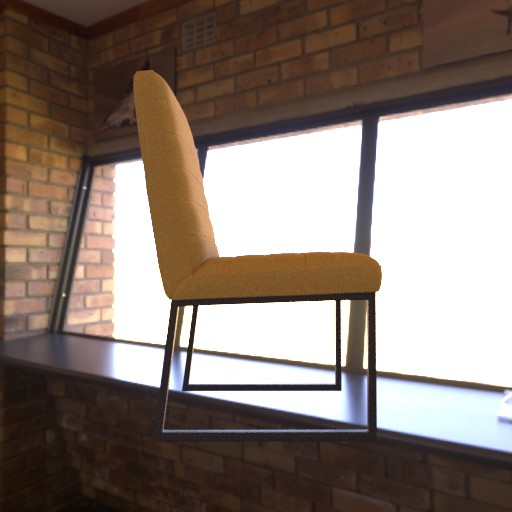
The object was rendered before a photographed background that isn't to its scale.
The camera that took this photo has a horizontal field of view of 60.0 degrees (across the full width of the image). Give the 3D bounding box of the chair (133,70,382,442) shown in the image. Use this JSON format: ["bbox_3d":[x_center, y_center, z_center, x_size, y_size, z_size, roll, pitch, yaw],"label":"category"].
[{"bbox_3d":[0.000,0.000,1.339,0.634,0.930,0.520,0,-1,0],"label":"chair"}]
